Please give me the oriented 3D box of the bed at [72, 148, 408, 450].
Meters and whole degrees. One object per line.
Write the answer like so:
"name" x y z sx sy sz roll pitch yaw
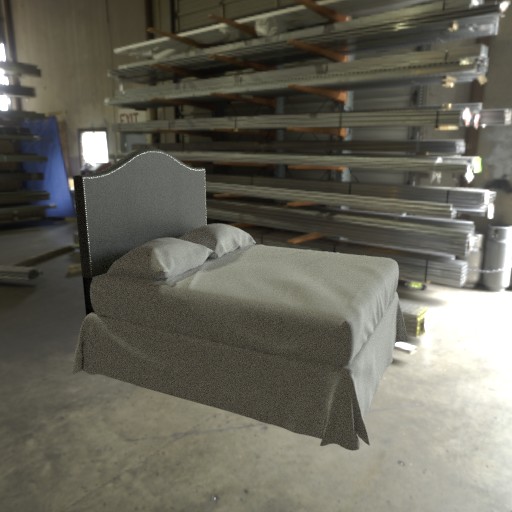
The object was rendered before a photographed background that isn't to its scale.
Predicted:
"bed" 0.000 0.000 3.482 2.221 1.645 1.876 7 15 25
